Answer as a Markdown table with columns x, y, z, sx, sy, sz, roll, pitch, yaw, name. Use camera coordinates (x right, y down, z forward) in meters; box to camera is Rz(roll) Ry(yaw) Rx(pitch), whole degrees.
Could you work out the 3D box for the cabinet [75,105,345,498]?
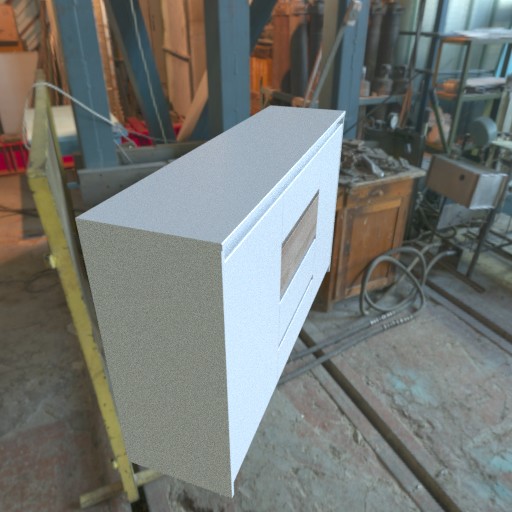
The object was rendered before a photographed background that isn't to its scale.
| x | y | z | sx | sy | sz | roll | pitch | yaw | name |
| --- | --- | --- | --- | --- | --- | --- | --- | --- | --- |
| 0.000 | 0.000 | 1.806 | 0.380 | 0.900 | 1.450 | 10 | 31 | 17 | cabinet |
